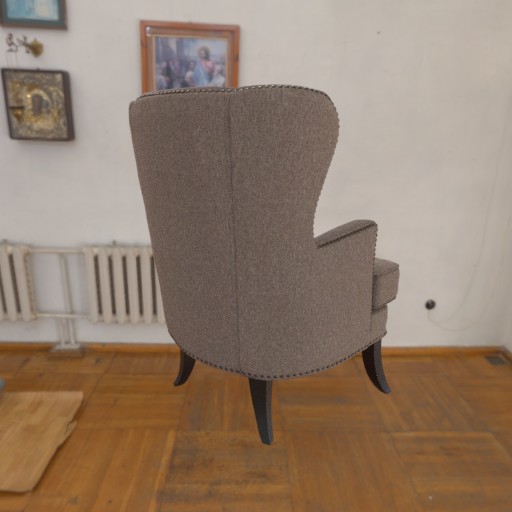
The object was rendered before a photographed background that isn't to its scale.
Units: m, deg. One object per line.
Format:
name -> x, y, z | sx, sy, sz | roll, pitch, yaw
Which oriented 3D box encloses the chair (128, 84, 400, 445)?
chair -> 0.000, 0.000, 1.561 | 0.759, 1.060, 0.758 | 14, 21, 42
